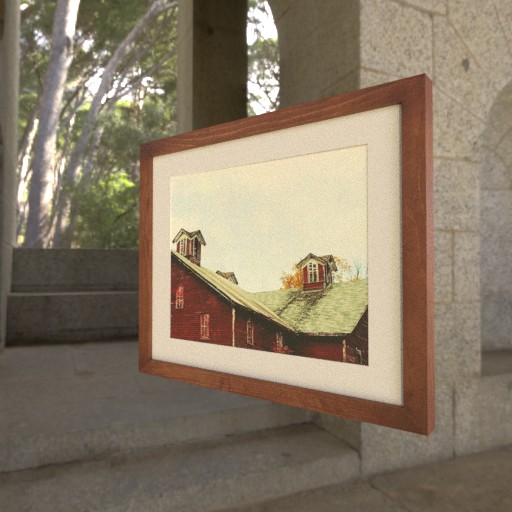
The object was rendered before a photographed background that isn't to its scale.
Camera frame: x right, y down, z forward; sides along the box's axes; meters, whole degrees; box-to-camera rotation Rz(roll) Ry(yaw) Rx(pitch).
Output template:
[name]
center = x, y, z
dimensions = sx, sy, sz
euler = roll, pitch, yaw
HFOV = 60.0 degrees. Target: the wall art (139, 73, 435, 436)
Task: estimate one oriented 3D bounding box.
[wall art]
center = 0.000, 0.000, 0.736
dimensions = 0.558, 0.457, 0.033
euler = -1, -1, 36
